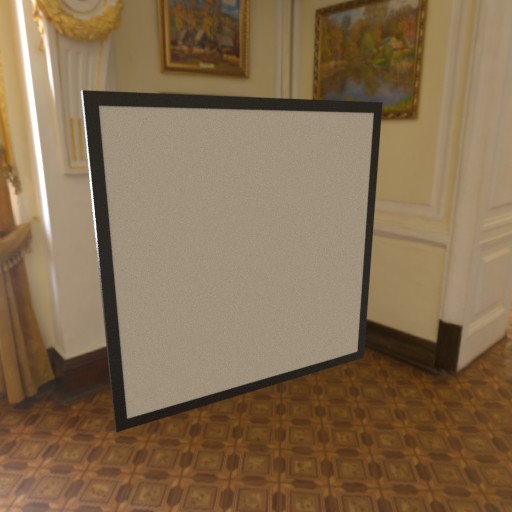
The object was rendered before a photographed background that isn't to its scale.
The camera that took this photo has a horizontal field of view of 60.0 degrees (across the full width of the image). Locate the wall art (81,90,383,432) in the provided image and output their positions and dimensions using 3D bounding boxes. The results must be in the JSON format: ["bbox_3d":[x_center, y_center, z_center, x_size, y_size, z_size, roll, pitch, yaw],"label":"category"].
[{"bbox_3d":[0.000,0.000,1.197,0.807,0.807,0.022,-8,18,-27],"label":"wall art"}]
